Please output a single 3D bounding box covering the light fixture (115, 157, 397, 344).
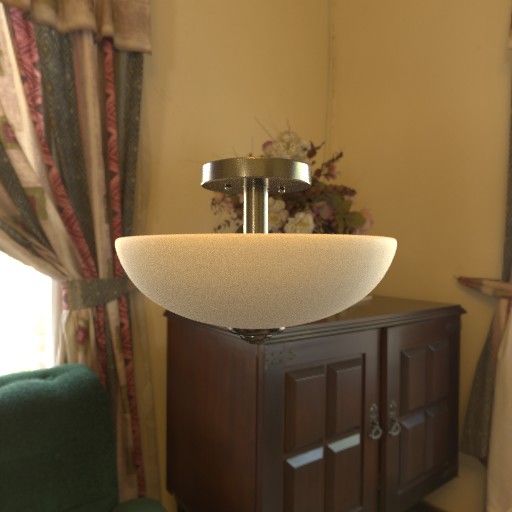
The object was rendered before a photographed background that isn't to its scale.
[{"bbox_3d":[0.000,0.000,0.544,0.330,0.214,0.330,0,0,0],"label":"light fixture"}]
